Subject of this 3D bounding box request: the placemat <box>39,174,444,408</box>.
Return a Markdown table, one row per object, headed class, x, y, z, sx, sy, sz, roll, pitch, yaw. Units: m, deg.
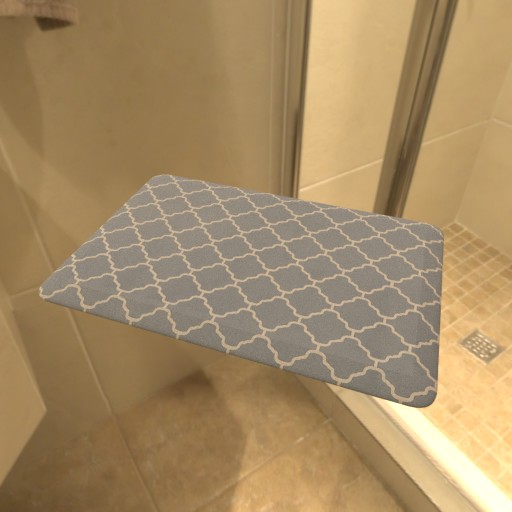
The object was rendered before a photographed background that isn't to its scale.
| class | x | y | z | sx | sy | sz | roll | pitch | yaw |
| --- | --- | --- | --- | --- | --- | --- | --- | --- | --- |
| placemat | 0.000 | 0.000 | 0.952 | 0.762 | 0.021 | 0.508 | 13 | 42 | 15 |
